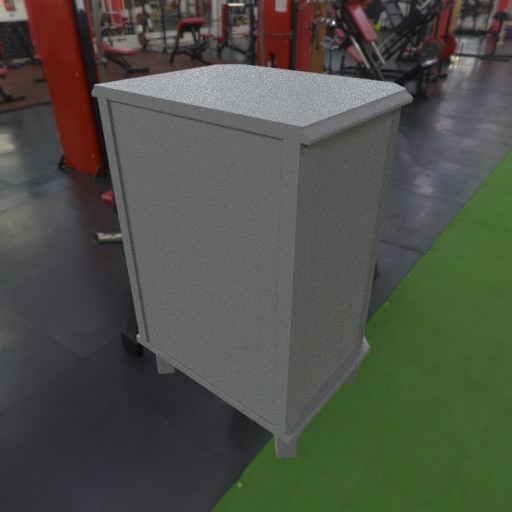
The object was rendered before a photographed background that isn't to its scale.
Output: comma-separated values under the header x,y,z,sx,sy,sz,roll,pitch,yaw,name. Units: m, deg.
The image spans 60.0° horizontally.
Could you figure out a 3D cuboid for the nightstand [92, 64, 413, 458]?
x,y,z,sx,sy,sz,roll,pitch,yaw,name
0.000,0.000,0.929,0.450,0.680,0.350,23,38,33,nightstand
